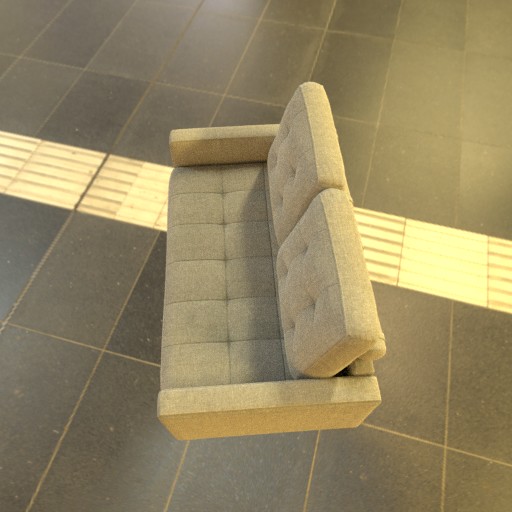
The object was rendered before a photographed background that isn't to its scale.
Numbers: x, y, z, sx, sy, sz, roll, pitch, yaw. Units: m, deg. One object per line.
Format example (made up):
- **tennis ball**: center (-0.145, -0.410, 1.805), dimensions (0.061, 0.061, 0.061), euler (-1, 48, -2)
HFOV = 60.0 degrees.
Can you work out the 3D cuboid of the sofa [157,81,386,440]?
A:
- **sofa**: center (0.000, 0.000, 1.980), dimensions (0.842, 0.907, 1.407), euler (-3, 59, -2)
